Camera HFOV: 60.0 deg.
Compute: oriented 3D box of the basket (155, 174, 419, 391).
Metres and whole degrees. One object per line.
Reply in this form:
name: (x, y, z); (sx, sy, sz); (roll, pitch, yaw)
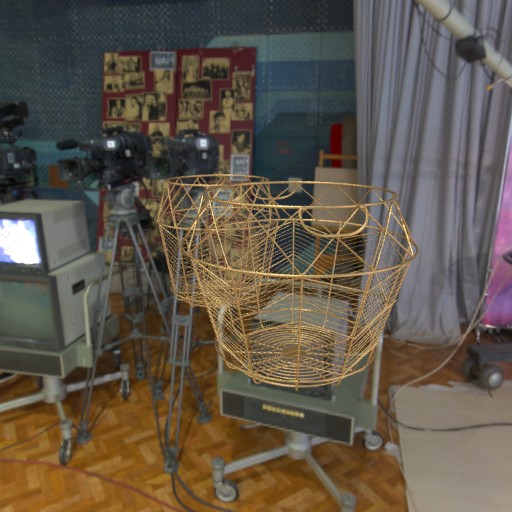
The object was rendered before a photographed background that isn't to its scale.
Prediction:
basket: (0.000, 0.000, 1.041); (0.451, 0.343, 0.805); (-8, 17, -26)
